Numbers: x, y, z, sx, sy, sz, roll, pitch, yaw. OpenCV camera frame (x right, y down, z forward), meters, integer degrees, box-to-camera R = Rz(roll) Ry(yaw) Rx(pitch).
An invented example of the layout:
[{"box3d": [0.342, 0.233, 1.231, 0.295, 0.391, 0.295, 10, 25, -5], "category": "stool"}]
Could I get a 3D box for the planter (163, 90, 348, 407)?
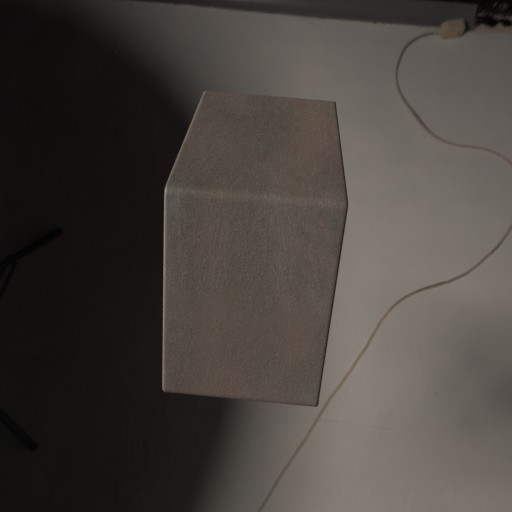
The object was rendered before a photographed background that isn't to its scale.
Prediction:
[{"box3d": [0.000, 0.000, 0.283, 0.077, 0.206, 0.169, 5, 76, 1], "category": "planter"}]
